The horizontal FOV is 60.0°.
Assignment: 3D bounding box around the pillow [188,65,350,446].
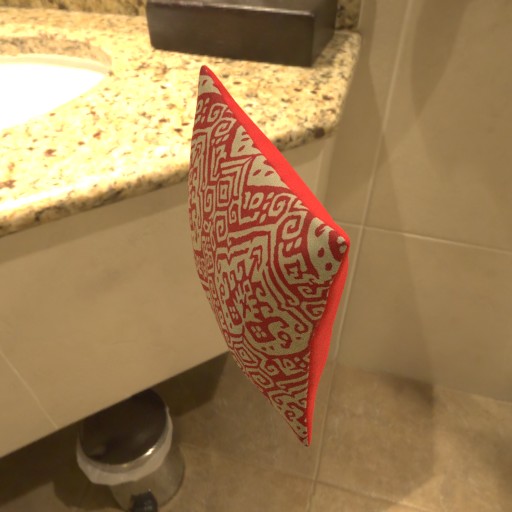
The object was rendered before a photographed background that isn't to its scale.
[{"bbox_3d":[0.000,0.000,0.802,0.192,0.507,0.522,-15,46,-15],"label":"pillow"}]
